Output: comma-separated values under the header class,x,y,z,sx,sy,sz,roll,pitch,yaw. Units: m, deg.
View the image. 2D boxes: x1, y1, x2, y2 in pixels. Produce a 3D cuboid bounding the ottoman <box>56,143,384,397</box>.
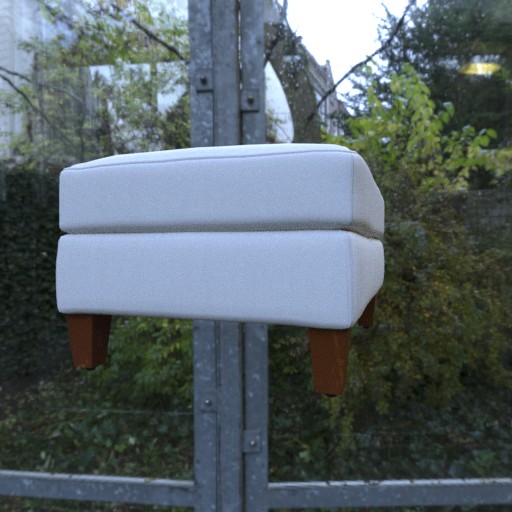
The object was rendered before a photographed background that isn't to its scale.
class,x,y,z,sx,sy,sz,roll,pitch,yaw
ottoman,0.000,0.000,1.192,0.634,0.479,0.818,0,1,19
